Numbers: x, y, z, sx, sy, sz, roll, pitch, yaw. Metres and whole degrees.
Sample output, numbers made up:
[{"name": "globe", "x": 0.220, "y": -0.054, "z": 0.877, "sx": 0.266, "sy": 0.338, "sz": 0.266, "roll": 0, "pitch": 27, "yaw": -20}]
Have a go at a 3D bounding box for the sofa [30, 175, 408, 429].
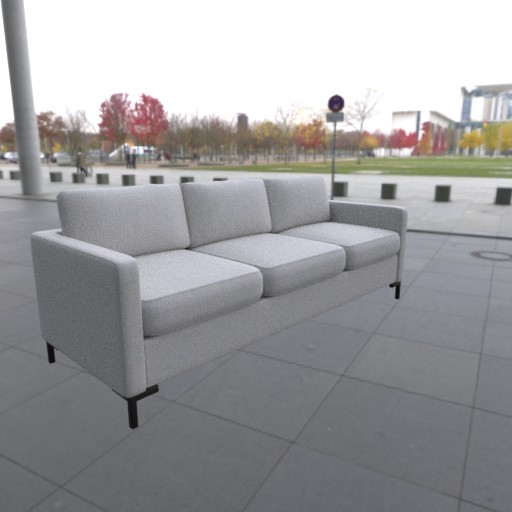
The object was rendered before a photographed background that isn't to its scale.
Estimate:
[{"name": "sofa", "x": 0.000, "y": 0.000, "z": 2.627, "sx": 0.859, "sy": 0.874, "sz": 2.218, "roll": 12, "pitch": 18, "yaw": 43}]
